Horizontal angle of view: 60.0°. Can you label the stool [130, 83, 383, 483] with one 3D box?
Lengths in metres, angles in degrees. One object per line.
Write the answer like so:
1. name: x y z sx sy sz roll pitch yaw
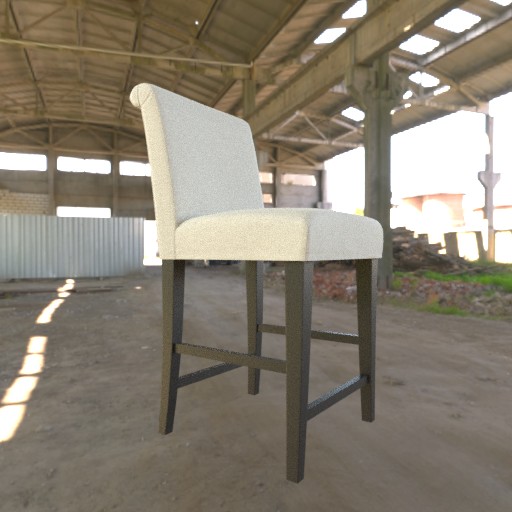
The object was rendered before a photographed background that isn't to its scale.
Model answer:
1. stool: 0.000 0.000 1.284 0.597 0.976 0.452 1 1 36
